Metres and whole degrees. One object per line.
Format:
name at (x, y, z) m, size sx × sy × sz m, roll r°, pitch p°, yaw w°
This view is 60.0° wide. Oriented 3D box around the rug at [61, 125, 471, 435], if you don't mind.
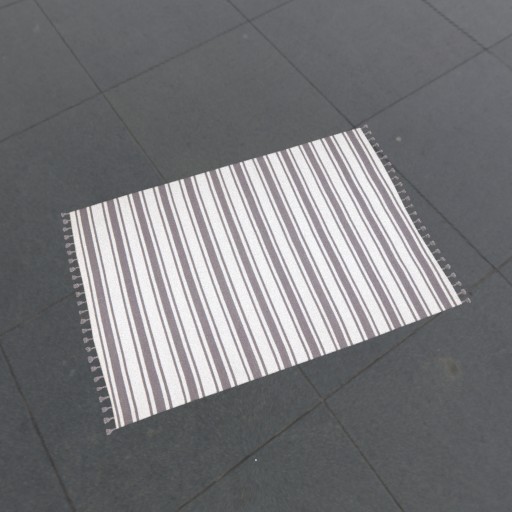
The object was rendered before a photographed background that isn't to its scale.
rug at (0.000, 0.000, 3.018) m, size 2.425 × 0.014 × 1.563 m, roll -18°, pitch 67°, yaw -8°
